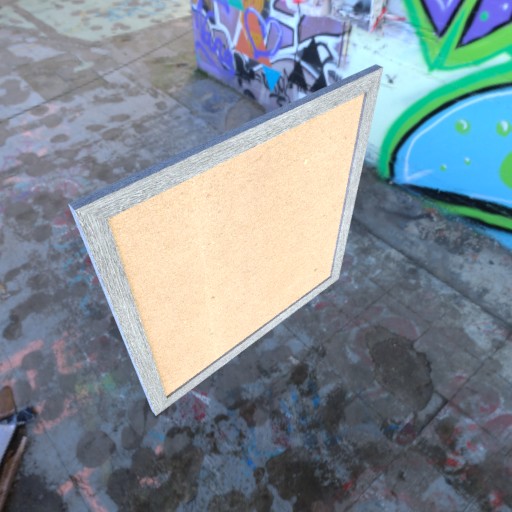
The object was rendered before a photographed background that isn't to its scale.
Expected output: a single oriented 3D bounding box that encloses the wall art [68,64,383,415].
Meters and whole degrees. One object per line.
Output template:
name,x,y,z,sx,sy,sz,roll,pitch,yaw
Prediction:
wall art,0.000,0.000,1.024,0.685,0.685,0.020,-32,55,-26
